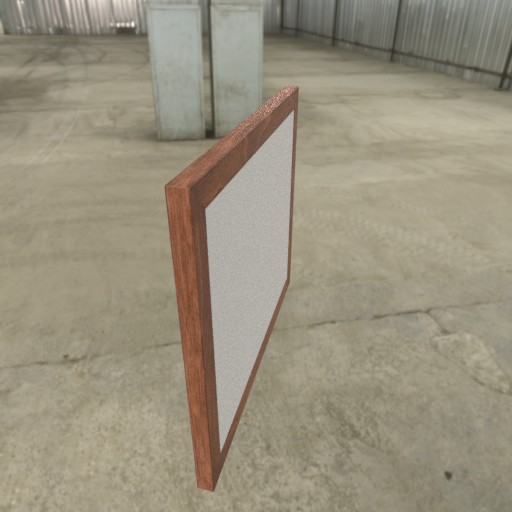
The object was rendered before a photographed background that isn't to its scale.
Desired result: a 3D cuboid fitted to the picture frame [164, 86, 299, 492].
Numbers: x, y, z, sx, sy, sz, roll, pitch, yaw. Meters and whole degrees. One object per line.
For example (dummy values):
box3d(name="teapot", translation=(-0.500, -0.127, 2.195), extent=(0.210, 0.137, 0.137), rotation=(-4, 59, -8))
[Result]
box3d(name="picture frame", translation=(0.000, 0.000, 0.750), extent=(0.025, 0.457, 0.559), rotation=(8, 31, 13))
